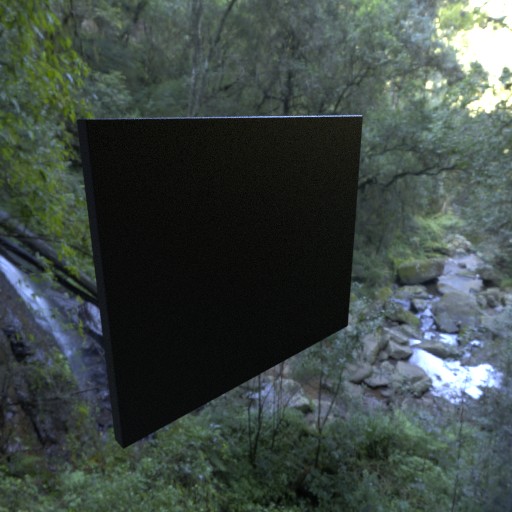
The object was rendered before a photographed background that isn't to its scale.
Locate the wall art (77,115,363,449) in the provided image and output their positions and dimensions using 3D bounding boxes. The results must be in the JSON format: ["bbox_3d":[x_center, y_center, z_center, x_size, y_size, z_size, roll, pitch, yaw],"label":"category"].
[{"bbox_3d":[0.000,0.000,0.762,0.558,0.457,0.031,-17,24,-41],"label":"wall art"}]
